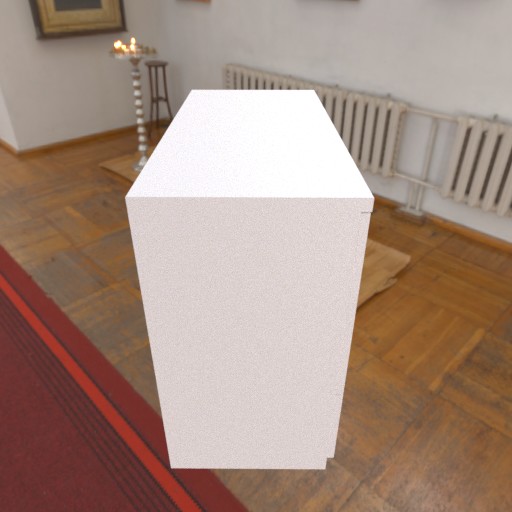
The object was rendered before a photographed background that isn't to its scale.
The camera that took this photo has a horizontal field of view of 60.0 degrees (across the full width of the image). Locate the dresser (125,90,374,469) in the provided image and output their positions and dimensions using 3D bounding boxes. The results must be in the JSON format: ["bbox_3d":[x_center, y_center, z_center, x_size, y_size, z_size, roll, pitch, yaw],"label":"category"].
[{"bbox_3d":[0.000,0.000,1.266,0.420,0.740,0.830,0,32,0],"label":"dresser"}]
